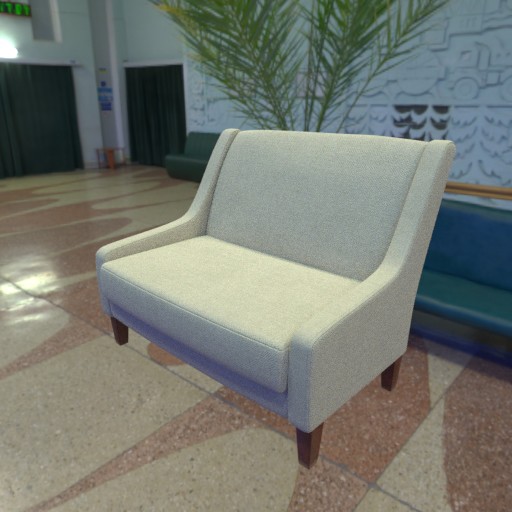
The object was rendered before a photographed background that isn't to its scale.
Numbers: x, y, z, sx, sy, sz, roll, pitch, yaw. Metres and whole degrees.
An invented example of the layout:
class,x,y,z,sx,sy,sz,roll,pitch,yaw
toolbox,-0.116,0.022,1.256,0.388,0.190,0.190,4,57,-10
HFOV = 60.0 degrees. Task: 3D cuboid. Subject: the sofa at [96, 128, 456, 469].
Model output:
class,x,y,z,sx,sy,sz,roll,pitch,yaw
sofa,0.000,0.000,1.883,1.212,0.976,0.946,17,25,40
